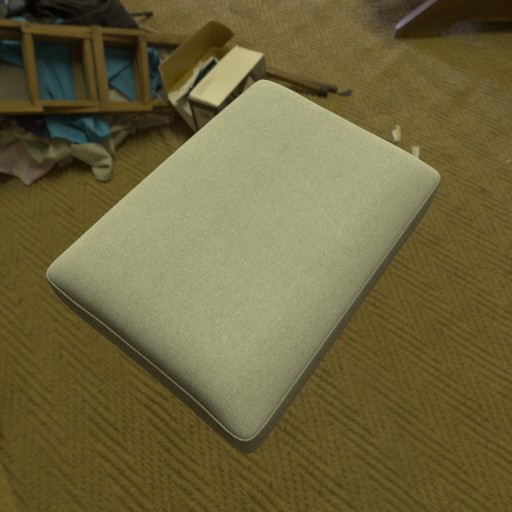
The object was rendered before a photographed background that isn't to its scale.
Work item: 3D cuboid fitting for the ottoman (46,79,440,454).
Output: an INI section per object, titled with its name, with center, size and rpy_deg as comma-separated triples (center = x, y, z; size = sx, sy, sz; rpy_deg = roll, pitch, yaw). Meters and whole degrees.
[ottoman]
center = 0.000, 0.000, 1.084
size = 0.549, 0.428, 0.749
rpy_deg = 34, 66, 17
